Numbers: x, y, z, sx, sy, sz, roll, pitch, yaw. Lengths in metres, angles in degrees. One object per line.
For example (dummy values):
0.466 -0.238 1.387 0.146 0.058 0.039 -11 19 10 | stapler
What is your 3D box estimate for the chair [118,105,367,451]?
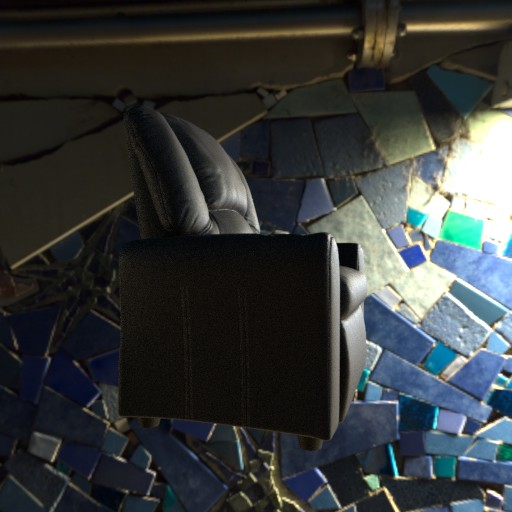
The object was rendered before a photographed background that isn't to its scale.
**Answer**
0.000 0.000 1.105 0.521 0.709 0.610 0 -1 19 | chair
